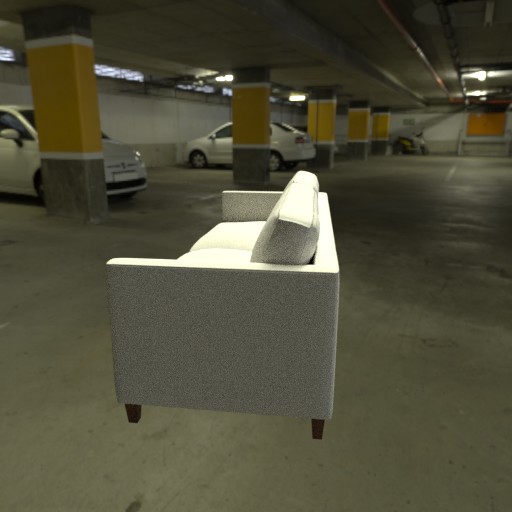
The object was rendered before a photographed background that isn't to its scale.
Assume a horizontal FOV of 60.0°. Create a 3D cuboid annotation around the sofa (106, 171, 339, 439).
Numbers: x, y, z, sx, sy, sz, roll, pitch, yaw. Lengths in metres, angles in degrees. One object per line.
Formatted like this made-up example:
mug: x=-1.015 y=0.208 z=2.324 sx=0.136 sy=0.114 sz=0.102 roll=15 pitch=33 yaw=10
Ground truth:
sofa: x=0.000 y=0.000 z=2.870 sx=0.951 sy=0.962 sz=2.361 roll=2 pitch=15 yaw=7
